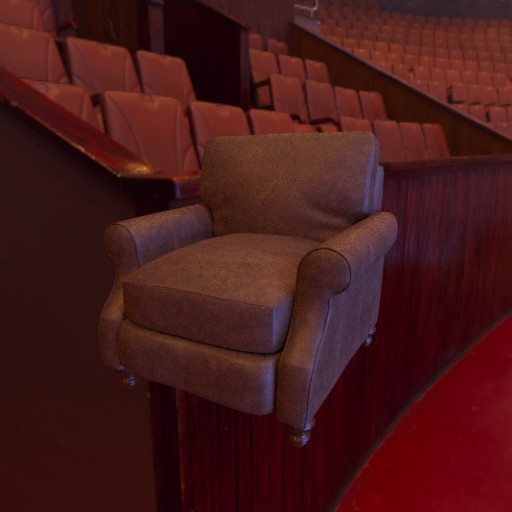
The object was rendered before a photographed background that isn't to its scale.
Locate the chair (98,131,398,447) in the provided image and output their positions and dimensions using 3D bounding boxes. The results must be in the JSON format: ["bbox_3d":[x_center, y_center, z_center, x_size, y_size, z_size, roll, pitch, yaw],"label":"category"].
[{"bbox_3d":[0.000,0.000,1.792,0.996,0.976,1.002,8,16,27],"label":"chair"}]
